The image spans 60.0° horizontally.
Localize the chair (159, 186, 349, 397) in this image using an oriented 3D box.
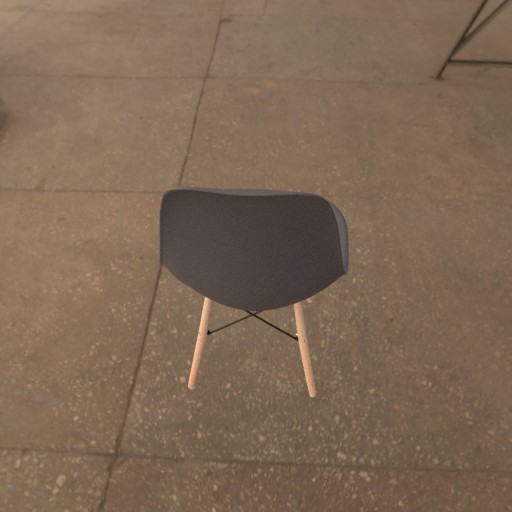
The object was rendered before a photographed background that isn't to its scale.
[{"bbox_3d":[0.000,0.000,1.145,0.470,0.826,0.533,3,47,3],"label":"chair"}]
